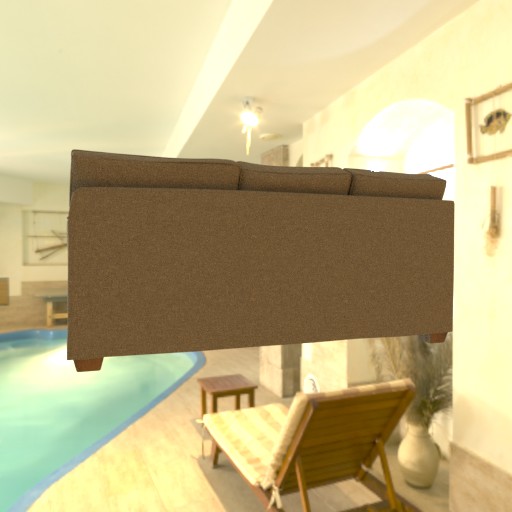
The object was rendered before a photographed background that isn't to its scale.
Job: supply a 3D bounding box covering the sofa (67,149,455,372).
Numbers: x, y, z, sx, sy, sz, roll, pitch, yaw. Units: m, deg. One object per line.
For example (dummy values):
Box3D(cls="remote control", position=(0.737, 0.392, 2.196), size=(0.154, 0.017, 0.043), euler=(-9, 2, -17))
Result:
Box3D(cls="sofa", position=(0.000, 0.000, 2.560), size=(1.963, 0.946, 1.034), euler=(0, 0, -19))
